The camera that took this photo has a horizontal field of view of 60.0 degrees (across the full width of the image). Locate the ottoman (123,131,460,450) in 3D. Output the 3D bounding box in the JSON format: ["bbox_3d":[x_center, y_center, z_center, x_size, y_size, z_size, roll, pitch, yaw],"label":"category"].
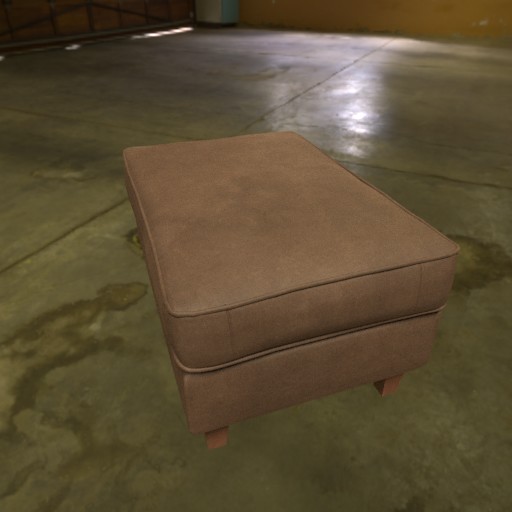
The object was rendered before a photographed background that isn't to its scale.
[{"bbox_3d":[0.000,0.000,1.210,0.596,0.481,0.860,-11,34,-16],"label":"ottoman"}]
